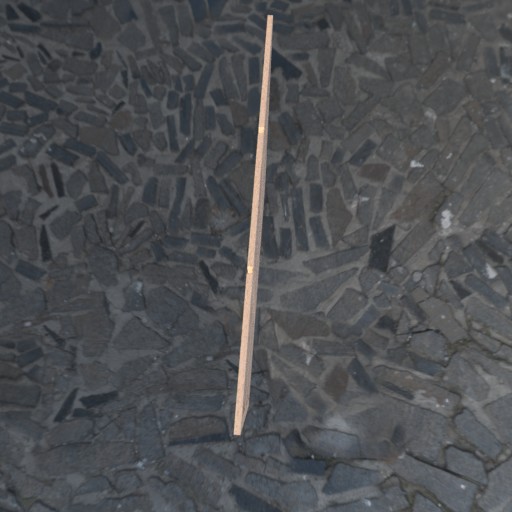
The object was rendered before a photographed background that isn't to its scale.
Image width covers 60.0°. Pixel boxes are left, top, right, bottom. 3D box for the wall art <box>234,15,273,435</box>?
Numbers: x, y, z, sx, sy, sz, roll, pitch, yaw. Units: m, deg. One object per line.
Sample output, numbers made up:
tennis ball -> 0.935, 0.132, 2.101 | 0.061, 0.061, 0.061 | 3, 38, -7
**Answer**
wall art -> 0.000, 0.000, 1.792 | 0.016, 1.207, 1.217 | 4, 74, 1
